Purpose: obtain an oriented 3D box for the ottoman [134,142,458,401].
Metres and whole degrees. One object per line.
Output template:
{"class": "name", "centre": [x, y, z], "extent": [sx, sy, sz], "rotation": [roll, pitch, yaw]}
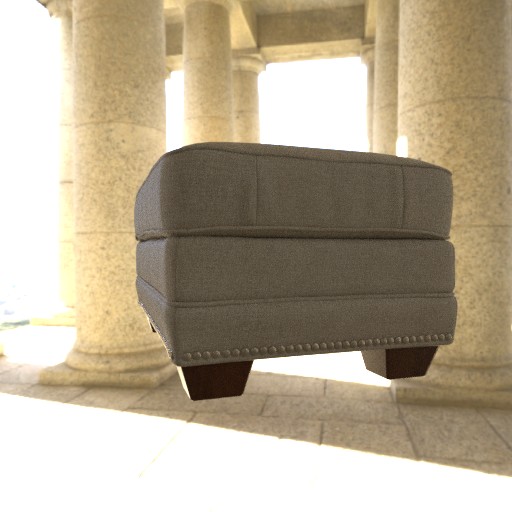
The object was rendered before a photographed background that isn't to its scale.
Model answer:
{"class": "ottoman", "centre": [0.000, 0.000, 1.111], "extent": [0.559, 0.458, 0.813], "rotation": [0, 1, -19]}
